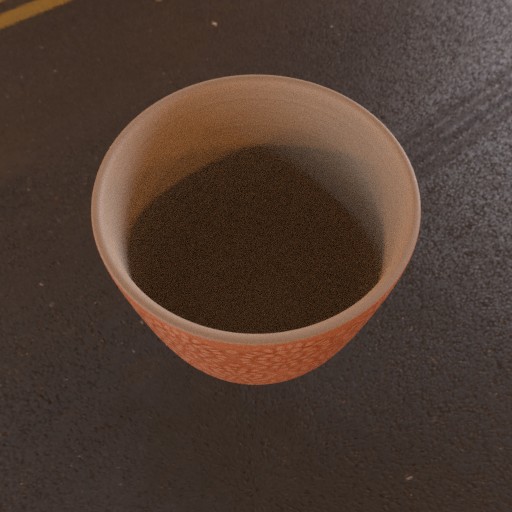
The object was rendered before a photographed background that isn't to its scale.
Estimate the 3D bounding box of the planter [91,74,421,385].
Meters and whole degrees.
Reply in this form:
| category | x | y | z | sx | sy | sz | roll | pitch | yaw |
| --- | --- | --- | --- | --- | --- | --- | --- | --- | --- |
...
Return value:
| category | x | y | z | sx | sy | sz | roll | pitch | yaw |
| --- | --- | --- | --- | --- | --- | --- | --- | --- | --- |
| planter | 0.000 | 0.000 | 0.365 | 0.208 | 0.190 | 0.208 | 0 | 62 | 0 |
